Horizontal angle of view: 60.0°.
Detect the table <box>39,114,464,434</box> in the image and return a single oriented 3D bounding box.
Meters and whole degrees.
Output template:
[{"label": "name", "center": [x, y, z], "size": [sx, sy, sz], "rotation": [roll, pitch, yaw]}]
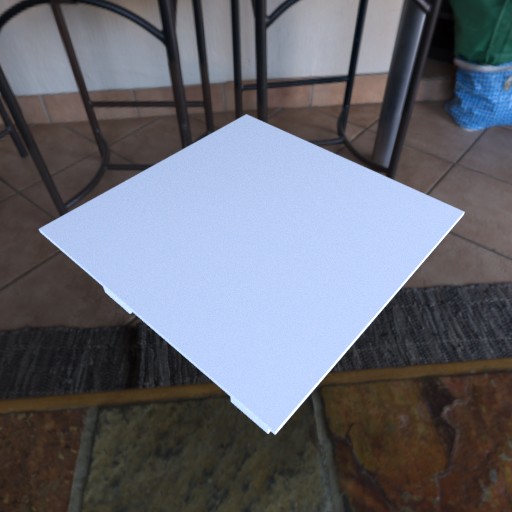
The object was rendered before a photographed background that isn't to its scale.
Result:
[{"label": "table", "center": [0.000, 0.000, 1.417], "size": [0.890, 0.305, 0.890], "rotation": [33, 54, 27]}]
